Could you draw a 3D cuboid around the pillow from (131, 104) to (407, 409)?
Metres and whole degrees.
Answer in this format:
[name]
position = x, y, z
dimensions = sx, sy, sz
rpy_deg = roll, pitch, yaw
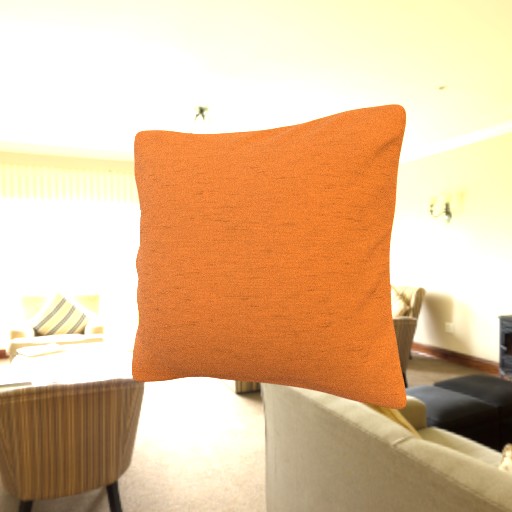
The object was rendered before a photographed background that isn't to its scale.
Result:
[pillow]
position = 0.000, 0.000, 0.669
dimensions = 0.432, 0.415, 0.246
rpy_deg = 0, 0, 19
